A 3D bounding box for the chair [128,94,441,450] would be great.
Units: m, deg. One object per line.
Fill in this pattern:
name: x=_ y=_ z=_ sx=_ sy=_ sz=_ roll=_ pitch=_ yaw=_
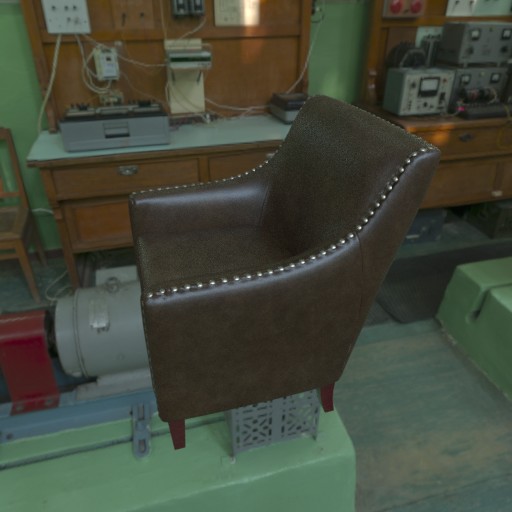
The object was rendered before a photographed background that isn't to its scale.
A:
chair: x=0.000 y=0.000 z=1.337 sx=0.704 sy=0.813 sz=0.639 roll=-9 pitch=32 yaw=-14
